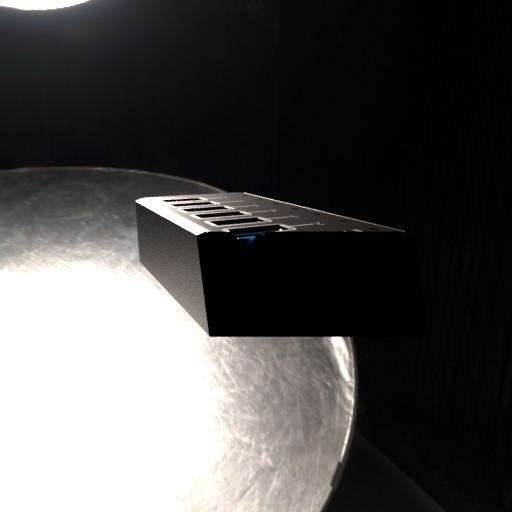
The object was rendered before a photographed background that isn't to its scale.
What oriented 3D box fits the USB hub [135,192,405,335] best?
[{"bbox_3d":[0.000,0.000,0.124,0.044,0.023,0.110,-7,16,-26],"label":"USB hub"}]
